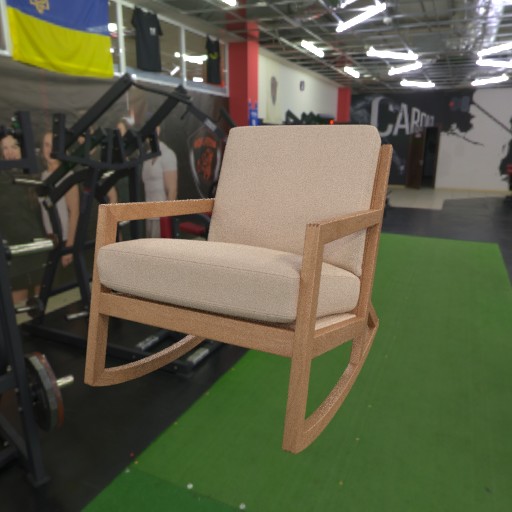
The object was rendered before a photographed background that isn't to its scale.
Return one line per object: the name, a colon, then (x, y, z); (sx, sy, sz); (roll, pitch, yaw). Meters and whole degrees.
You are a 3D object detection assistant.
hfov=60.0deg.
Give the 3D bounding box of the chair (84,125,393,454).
chair: (0.000, 0.000, 1.372); (0.622, 0.790, 0.857); (7, 17, 26)
